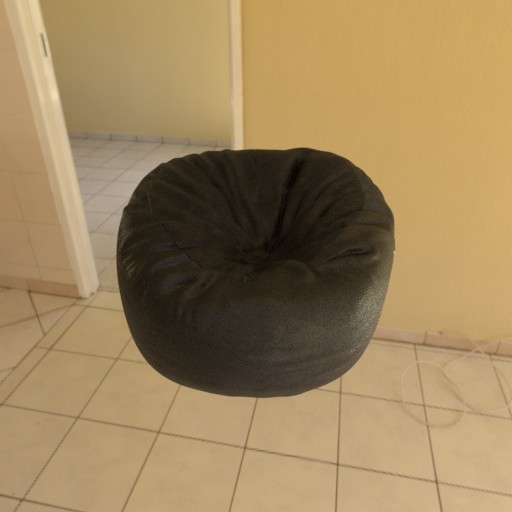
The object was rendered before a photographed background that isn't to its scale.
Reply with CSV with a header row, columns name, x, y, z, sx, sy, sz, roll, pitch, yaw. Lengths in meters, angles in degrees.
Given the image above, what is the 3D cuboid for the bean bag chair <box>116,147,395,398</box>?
name,x,y,z,sx,sy,sz,roll,pitch,yaw
bean bag chair,0.000,0.000,2.430,1.524,0.878,1.524,1,31,1
